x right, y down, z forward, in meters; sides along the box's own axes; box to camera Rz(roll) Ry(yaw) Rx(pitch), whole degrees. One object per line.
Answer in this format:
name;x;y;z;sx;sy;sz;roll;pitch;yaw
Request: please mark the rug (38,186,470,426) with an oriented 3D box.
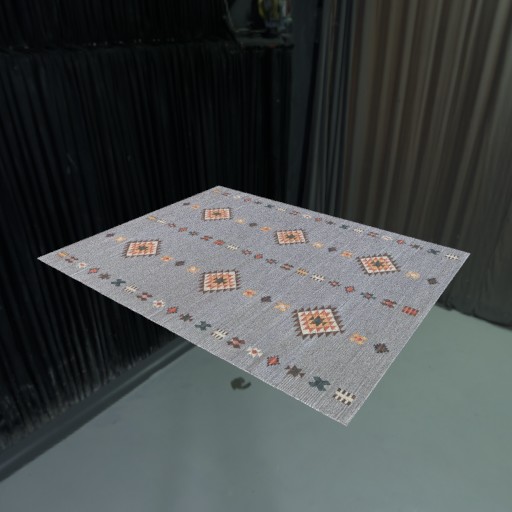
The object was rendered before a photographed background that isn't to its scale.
rug;0.000;0.000;3.977;3.035;0.008;2.425;20;34;32
